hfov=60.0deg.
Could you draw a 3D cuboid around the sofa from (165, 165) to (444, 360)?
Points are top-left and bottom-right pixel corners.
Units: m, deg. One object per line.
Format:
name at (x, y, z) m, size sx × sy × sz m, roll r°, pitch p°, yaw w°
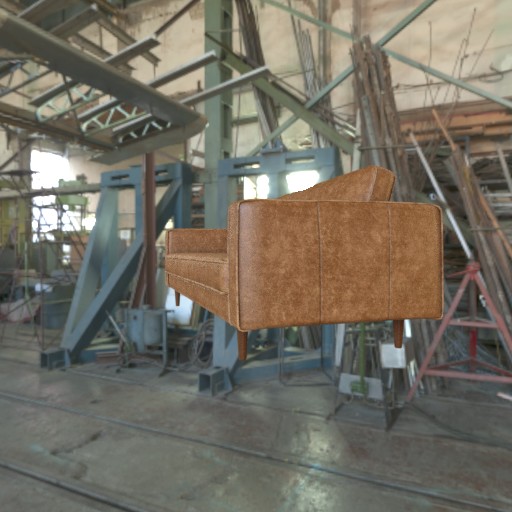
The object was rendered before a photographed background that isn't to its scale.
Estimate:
sofa at (0.000, 0.000, 2.650) m, size 0.886 × 0.779 × 2.199 m, roll 0°, pitch 0°, yaw -18°
